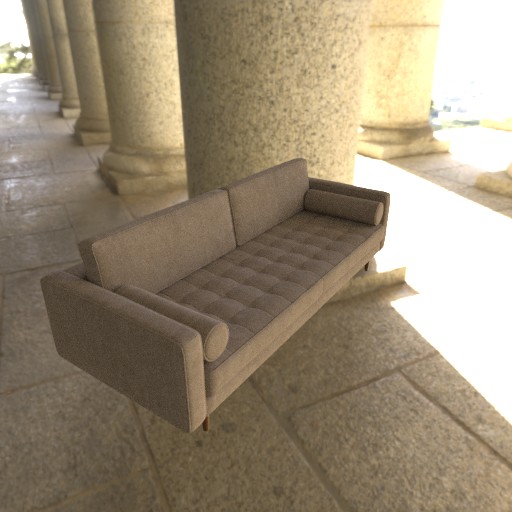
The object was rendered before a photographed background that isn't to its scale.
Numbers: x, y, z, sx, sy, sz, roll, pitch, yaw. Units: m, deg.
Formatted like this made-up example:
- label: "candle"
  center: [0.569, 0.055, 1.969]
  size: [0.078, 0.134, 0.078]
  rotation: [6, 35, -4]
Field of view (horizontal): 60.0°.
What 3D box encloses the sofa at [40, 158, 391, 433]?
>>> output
- label: "sofa"
  center: [0.000, 0.000, 2.674]
  size: [0.919, 0.770, 2.200]
  rotation: [17, 30, 31]
